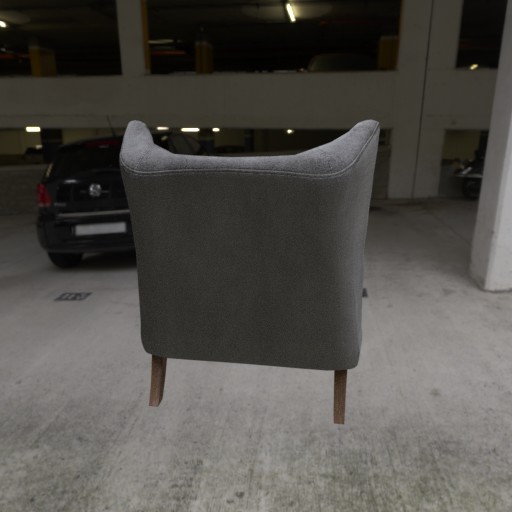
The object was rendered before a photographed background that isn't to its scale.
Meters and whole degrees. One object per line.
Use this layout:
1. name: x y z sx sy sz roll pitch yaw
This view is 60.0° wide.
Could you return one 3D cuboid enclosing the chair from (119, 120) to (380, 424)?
1. chair: 0.000 0.000 1.626 0.784 0.950 0.906 2 17 8
